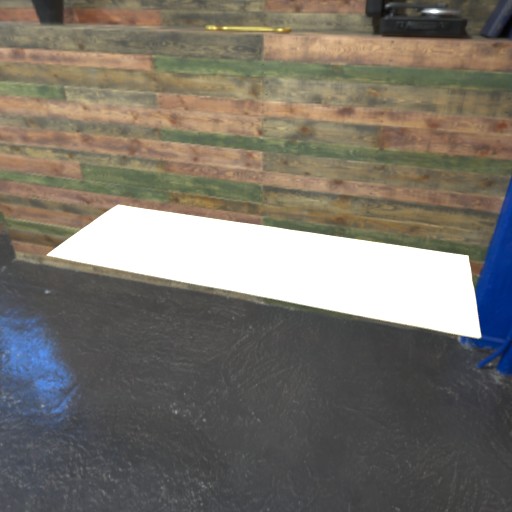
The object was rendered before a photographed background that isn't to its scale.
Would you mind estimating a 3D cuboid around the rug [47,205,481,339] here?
[{"bbox_3d":[0.000,0.000,2.685,2.450,0.014,0.793,9,32,15],"label":"rug"}]
